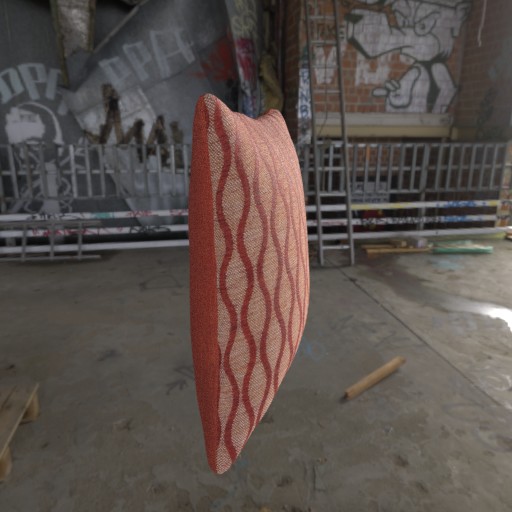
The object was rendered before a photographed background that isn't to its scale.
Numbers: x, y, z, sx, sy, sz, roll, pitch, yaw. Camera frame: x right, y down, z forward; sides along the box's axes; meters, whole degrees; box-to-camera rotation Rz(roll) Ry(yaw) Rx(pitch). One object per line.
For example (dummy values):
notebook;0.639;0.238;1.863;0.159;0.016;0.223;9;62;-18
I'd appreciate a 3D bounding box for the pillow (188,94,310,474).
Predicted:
pillow;0.000;0.000;0.662;0.159;0.434;0.429;3;16;10
